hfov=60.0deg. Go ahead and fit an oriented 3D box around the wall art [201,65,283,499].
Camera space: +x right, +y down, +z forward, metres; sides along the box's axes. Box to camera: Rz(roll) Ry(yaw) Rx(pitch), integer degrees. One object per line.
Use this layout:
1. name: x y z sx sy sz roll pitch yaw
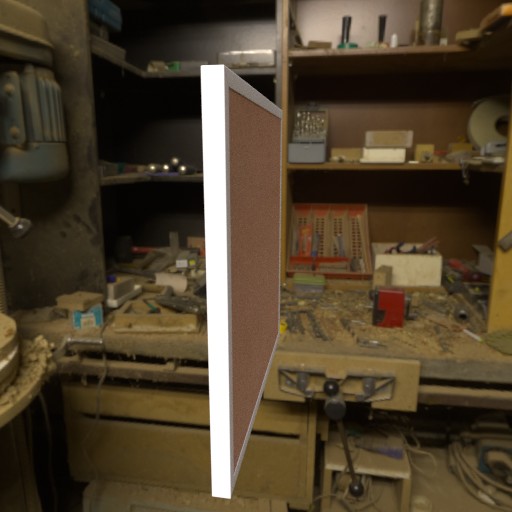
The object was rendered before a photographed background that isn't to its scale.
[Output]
1. wall art: 0.000 0.000 1.113 0.036 0.760 0.760 2 13 10
